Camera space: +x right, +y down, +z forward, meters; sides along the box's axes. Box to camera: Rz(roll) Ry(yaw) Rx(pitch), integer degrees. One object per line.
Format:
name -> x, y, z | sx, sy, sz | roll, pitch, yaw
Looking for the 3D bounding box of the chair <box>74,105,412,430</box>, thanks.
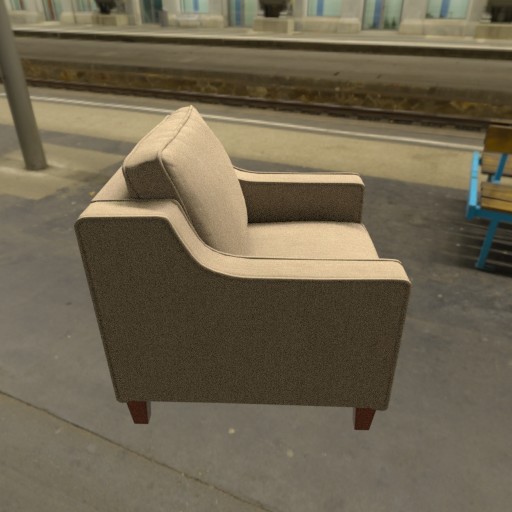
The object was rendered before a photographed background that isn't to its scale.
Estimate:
chair -> 0.000, 0.000, 1.640 | 0.909, 0.960, 0.831 | 1, 31, 2
